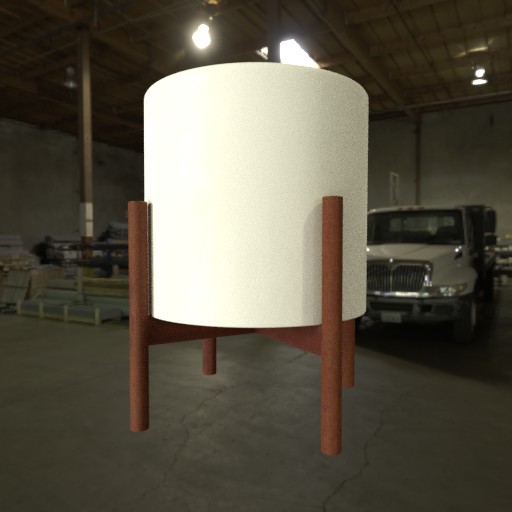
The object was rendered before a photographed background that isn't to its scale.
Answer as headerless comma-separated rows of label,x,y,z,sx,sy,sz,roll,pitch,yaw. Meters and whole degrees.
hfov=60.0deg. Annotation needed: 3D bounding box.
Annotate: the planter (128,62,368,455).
planter,0.000,0.000,0.864,0.421,0.581,0.420,1,2,18
